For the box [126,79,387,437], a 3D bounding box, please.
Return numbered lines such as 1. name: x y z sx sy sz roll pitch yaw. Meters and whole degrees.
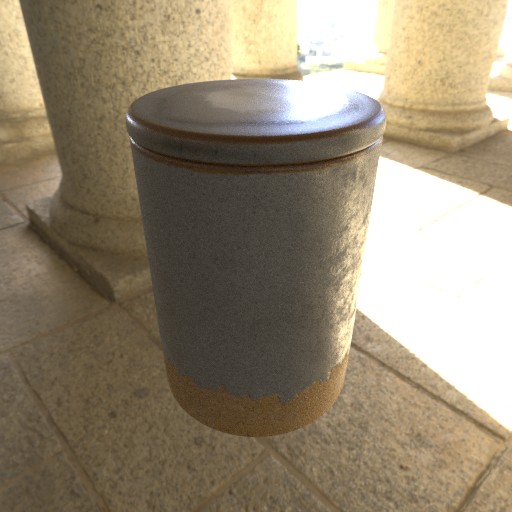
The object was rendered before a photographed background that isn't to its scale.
1. box: 0.000 0.000 0.247 0.118 0.168 0.118 0 31 0
